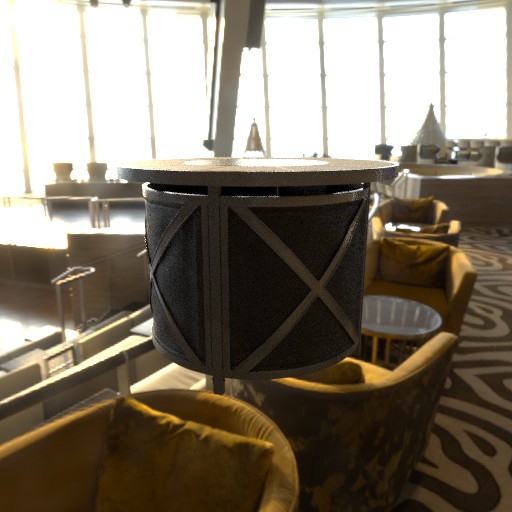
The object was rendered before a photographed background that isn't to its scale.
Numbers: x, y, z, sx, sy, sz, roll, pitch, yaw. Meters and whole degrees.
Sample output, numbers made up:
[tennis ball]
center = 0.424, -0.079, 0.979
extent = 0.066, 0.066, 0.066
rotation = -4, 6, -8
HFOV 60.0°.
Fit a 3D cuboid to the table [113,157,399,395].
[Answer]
[table]
center = 0.000, 0.000, 1.565
extent = 0.914, 0.650, 0.914
rotation = 0, 15, 0
